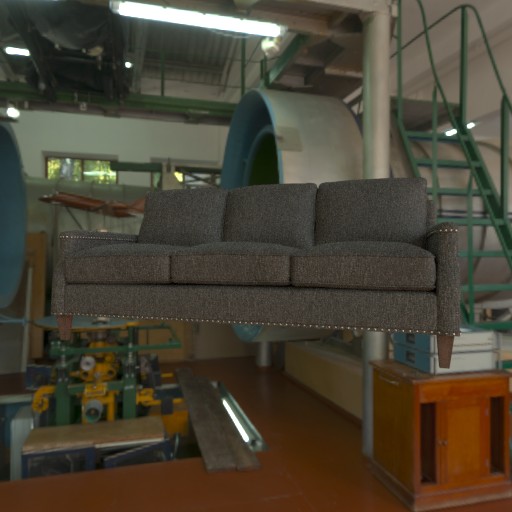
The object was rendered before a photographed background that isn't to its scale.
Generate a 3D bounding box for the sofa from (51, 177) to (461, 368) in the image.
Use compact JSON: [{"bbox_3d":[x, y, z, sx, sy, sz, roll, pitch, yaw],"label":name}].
[{"bbox_3d":[0.000,0.000,2.778,2.246,1.003,1.084,0,0,18],"label":"sofa"}]
